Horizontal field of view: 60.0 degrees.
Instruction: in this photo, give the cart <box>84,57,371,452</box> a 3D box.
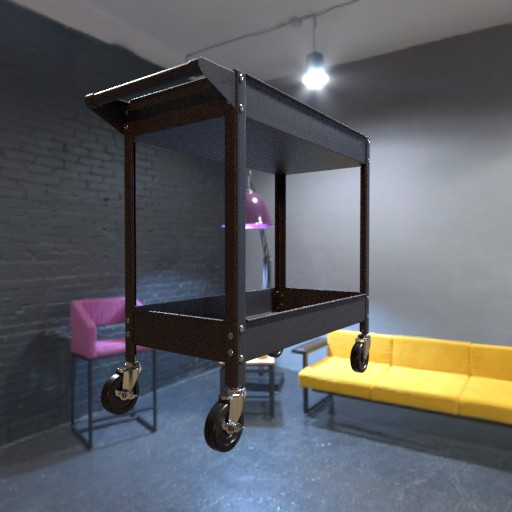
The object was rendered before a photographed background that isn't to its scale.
[{"bbox_3d":[0.000,0.000,1.167,0.366,0.719,0.779,1,1,36],"label":"cart"}]
